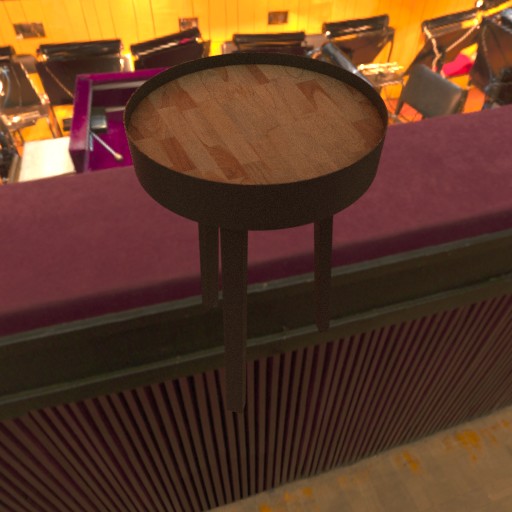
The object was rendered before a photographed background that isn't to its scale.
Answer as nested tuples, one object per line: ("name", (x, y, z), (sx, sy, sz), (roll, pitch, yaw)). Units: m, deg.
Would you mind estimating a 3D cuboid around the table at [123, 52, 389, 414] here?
("table", (0.000, 0.000, 0.941), (0.406, 0.686, 0.406), (-11, 47, -10))
